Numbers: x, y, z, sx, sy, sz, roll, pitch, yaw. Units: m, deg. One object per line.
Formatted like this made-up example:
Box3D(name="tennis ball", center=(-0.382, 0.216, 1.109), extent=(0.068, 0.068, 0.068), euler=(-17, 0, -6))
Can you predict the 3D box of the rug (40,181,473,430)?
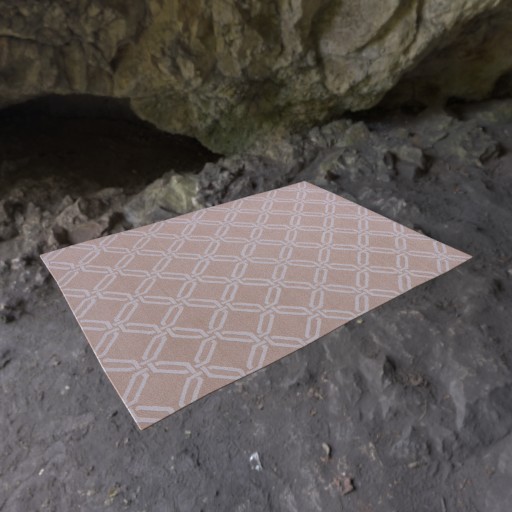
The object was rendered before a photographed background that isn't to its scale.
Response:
Box3D(name="rug", center=(0.000, 0.000, 4.213), extent=(3.365, 0.020, 2.452), euler=(-20, 36, -30))
